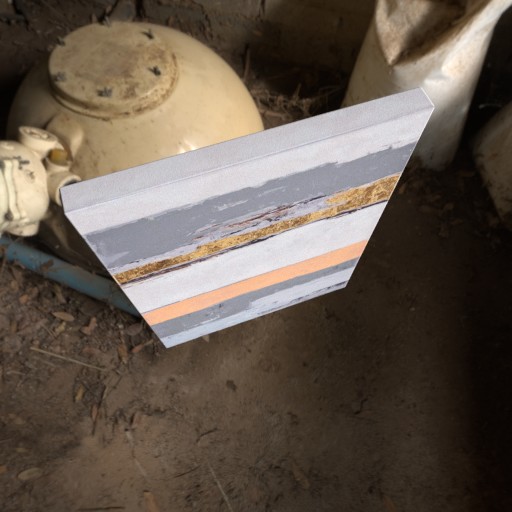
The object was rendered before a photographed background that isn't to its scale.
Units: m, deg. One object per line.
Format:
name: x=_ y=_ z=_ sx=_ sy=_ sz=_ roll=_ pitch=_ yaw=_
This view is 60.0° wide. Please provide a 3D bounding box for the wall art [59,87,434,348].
wall art: x=0.000 y=0.000 z=0.795 sx=0.456 sy=0.609 sz=0.038 roll=-18 pitch=66 yaw=-8
